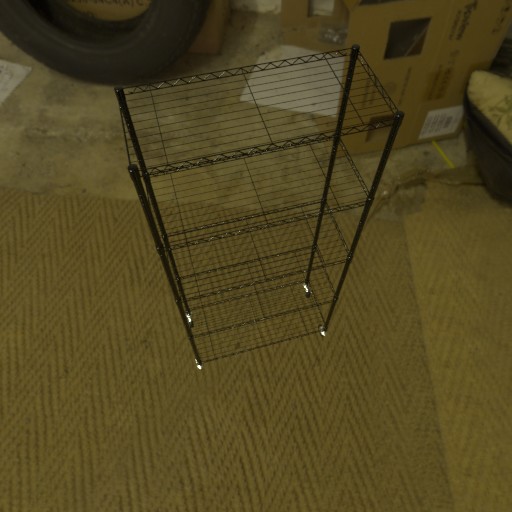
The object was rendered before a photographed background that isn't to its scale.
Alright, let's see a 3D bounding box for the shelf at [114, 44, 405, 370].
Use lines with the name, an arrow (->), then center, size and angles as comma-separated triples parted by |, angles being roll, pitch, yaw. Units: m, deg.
shelf -> 0.000, 0.000, 1.925 | 0.762, 1.645, 0.356 | -13, 59, -8
